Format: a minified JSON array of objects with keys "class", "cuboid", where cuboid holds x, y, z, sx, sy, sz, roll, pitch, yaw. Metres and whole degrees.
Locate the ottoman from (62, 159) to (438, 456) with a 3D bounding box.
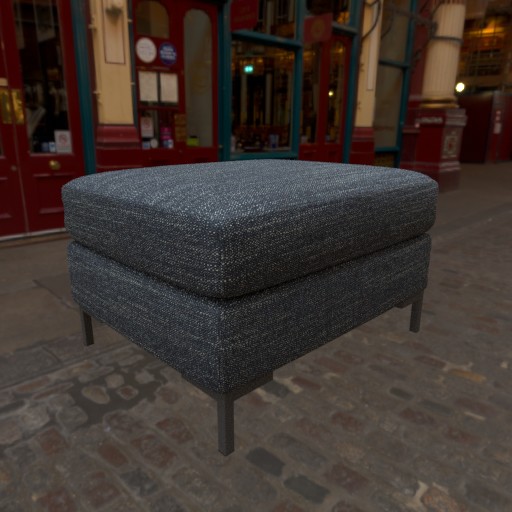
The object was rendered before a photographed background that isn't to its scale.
[{"class":"ottoman","cuboid":[0.000,0.000,1.224,0.814,0.491,0.667,-15,22,-42]}]
